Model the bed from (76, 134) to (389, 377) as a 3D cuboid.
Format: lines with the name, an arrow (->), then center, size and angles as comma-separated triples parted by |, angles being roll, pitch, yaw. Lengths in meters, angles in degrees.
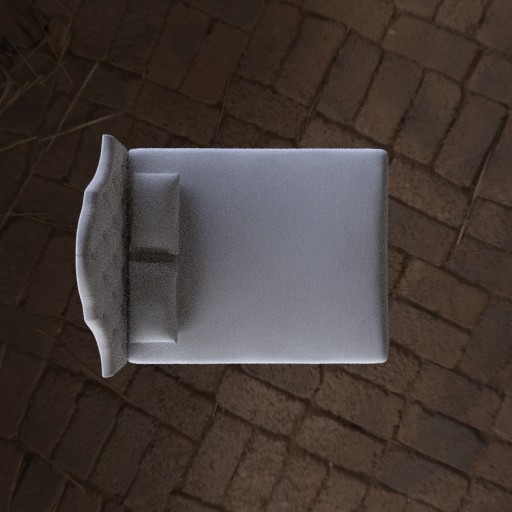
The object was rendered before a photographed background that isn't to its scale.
bed -> 0.000, 0.000, 3.838 | 2.477, 1.617, 2.039 | 0, 90, 0
